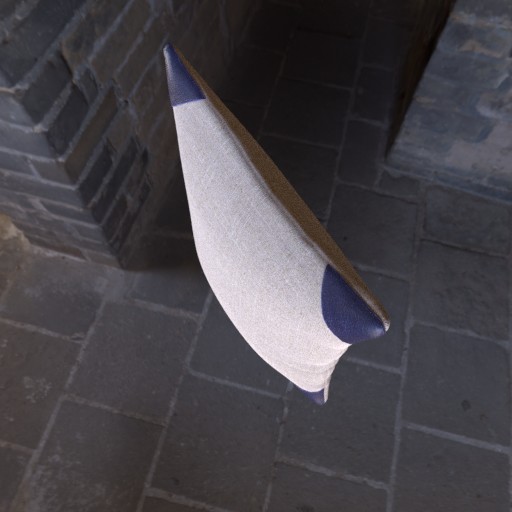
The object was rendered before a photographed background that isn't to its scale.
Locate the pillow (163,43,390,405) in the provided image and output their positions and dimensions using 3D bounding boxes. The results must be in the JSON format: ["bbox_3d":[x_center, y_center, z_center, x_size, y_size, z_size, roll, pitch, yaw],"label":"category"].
[{"bbox_3d":[0.000,0.000,0.667,0.147,0.441,0.440,-30,68,-14],"label":"pillow"}]
